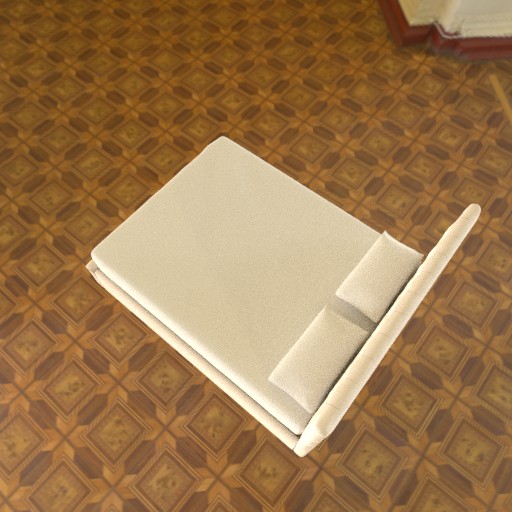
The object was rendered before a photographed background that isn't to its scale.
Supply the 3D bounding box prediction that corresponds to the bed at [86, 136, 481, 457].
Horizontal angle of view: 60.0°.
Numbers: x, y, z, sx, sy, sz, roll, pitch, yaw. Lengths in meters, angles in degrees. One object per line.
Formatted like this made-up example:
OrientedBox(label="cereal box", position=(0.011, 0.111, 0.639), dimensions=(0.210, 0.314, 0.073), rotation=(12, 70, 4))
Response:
OrientedBox(label="bed", position=(0.000, 0.000, 3.336), dimensions=(2.233, 1.426, 1.696), rotation=(36, 67, 17))
